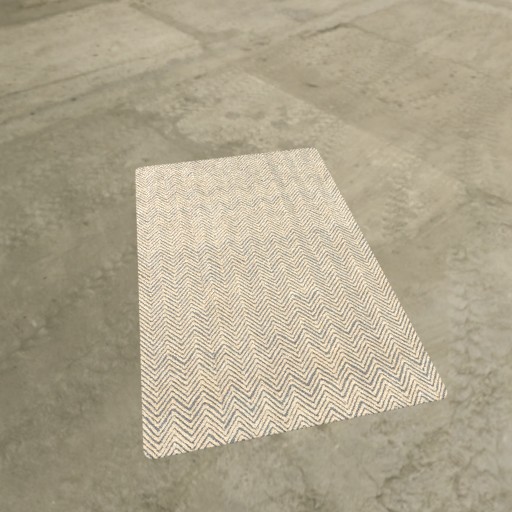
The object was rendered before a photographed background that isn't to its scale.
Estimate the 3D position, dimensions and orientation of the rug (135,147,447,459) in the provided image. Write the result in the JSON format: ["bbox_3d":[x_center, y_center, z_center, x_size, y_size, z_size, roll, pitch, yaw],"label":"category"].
[{"bbox_3d":[0.000,0.000,2.189,1.144,0.008,1.752,-8,47,-8],"label":"rug"}]
